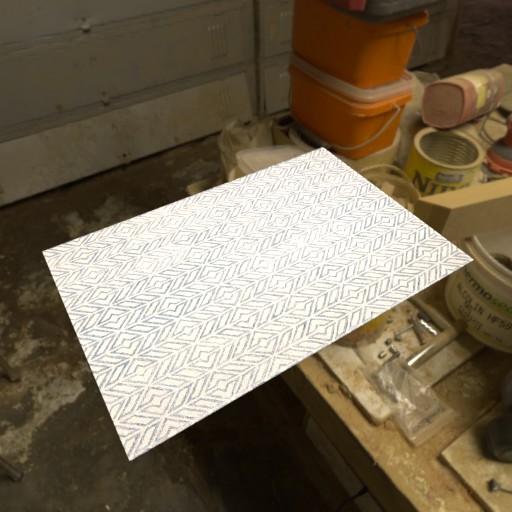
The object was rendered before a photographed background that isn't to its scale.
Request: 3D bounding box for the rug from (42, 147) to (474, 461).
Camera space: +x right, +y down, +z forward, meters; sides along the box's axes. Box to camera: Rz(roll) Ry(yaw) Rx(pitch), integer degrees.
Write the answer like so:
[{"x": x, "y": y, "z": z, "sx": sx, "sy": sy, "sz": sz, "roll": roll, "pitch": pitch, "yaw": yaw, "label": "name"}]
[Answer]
[{"x": 0.000, "y": 0.000, "z": 2.255, "sx": 1.824, "sy": 0.008, "sz": 1.220, "roll": -24, "pitch": 51, "yaw": -22, "label": "rug"}]
